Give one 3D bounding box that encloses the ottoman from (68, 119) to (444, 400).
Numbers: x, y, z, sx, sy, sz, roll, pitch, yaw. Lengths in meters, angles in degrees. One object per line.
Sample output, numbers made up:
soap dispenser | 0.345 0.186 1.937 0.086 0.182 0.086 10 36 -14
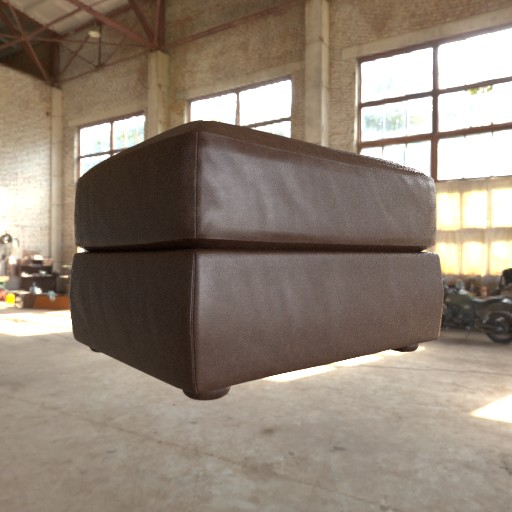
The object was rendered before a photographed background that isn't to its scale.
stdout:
ottoman | 0.000 0.000 1.104 0.751 0.476 0.603 0 0 -39
